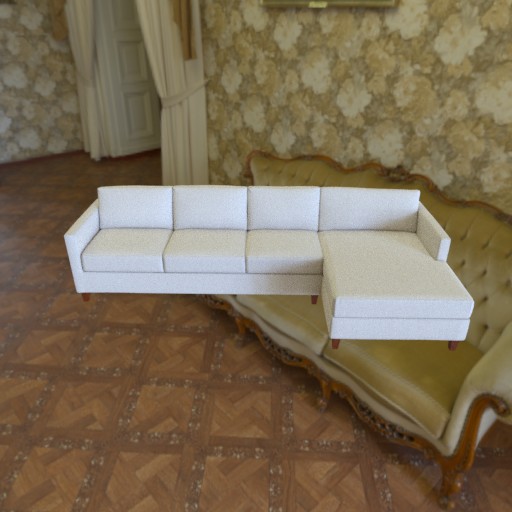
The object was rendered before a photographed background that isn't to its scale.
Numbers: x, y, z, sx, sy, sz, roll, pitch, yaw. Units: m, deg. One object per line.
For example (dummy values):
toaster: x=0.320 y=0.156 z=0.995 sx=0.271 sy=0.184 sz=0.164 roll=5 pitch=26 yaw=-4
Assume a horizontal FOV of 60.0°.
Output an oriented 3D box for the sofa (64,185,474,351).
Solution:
sofa: x=0.000 y=0.000 z=4.179 sx=3.471 sy=0.954 sz=1.599 roll=1 pitch=28 yaw=1
